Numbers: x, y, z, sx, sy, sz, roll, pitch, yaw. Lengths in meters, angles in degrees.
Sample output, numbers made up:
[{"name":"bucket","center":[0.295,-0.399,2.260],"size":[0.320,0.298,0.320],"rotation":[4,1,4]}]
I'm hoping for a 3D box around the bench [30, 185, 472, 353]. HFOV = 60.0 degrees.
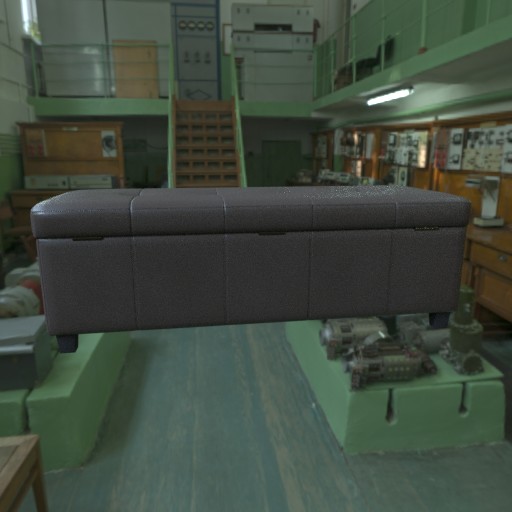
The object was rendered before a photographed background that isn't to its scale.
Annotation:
[{"name":"bench","center":[0.000,0.000,1.433],"size":[1.219,0.417,0.450],"rotation":[-2,14,-9]}]
